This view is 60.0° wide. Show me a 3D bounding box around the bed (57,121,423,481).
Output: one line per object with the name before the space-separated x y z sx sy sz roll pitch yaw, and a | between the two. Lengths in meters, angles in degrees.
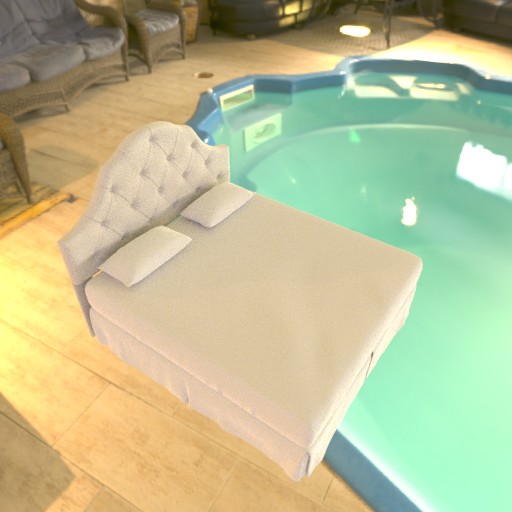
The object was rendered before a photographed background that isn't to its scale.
bed | 0.000 0.000 3.532 2.214 1.615 2.008 25 46 26
